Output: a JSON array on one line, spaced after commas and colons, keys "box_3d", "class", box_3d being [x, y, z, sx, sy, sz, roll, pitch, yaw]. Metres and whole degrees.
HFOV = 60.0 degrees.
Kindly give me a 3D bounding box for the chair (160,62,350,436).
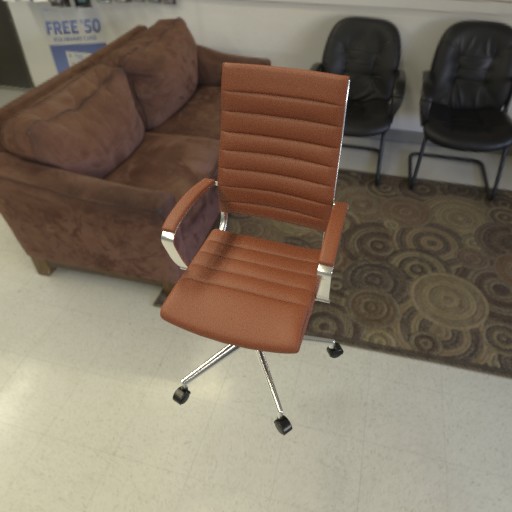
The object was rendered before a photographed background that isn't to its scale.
[{"box_3d": [0.000, 0.000, 1.643, 0.766, 1.149, 0.739, 12, 43, 13], "class": "chair"}]
